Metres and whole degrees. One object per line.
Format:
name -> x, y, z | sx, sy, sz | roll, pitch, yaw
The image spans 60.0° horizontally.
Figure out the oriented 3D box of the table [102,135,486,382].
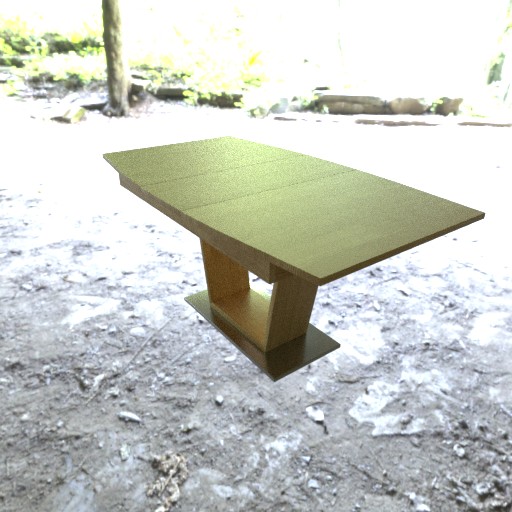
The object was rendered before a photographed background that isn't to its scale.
table -> 0.000, 0.000, 2.049 | 0.900, 0.748, 1.598 | -18, 32, -32
